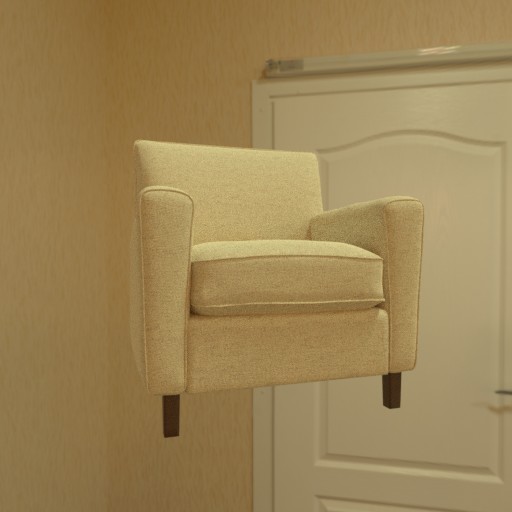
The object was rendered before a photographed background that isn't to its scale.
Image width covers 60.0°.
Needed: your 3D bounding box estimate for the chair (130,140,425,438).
[{"bbox_3d":[0.000,0.000,1.603,0.870,0.943,0.823,0,1,-18],"label":"chair"}]
